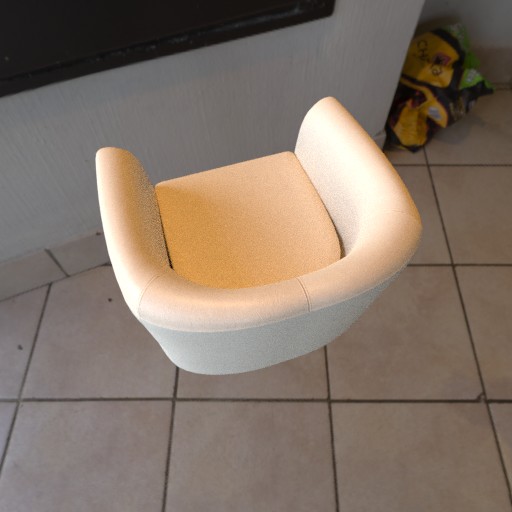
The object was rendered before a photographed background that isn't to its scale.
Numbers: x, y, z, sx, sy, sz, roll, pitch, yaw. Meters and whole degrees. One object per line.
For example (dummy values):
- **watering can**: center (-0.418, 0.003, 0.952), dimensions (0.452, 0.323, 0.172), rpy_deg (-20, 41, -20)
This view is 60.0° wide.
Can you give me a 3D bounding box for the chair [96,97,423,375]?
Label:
- **chair**: center (0.000, 0.000, 1.404), dimensions (0.792, 0.756, 0.727), rpy_deg (-16, 60, -9)
